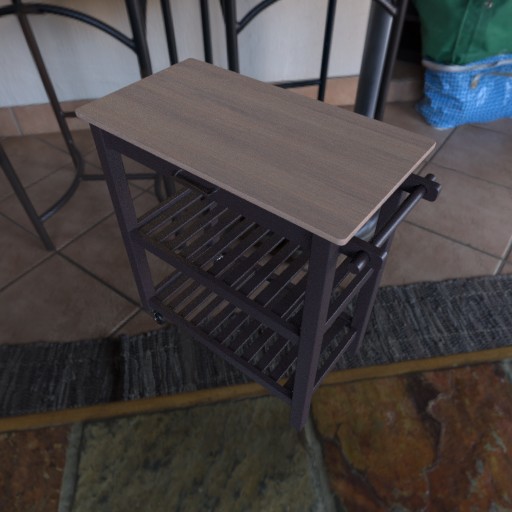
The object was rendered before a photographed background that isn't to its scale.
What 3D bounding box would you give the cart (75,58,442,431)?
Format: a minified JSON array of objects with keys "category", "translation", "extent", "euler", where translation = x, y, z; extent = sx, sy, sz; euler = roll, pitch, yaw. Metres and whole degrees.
[{"category":"cart","translation":[0.000,0.000,1.460],"extent":[0.899,0.927,0.457],"euler":[29,52,26]}]
